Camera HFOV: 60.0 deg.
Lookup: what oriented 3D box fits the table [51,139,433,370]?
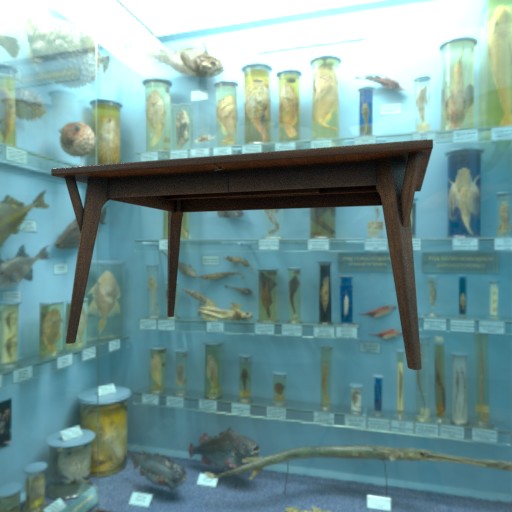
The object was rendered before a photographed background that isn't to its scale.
[{"bbox_3d":[0.000,0.000,2.133,1.524,0.761,0.990,0,0,18],"label":"table"}]
